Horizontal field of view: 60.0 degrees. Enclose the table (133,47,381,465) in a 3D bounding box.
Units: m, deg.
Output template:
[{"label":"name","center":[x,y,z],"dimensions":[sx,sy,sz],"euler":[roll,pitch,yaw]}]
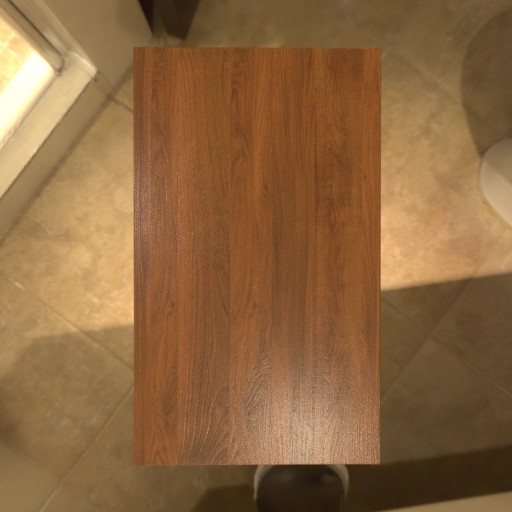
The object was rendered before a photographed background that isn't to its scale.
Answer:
[{"label":"table","center":[0.000,0.000,1.658],"dimensions":[0.714,0.760,1.205],"euler":[0,90,-1]}]
